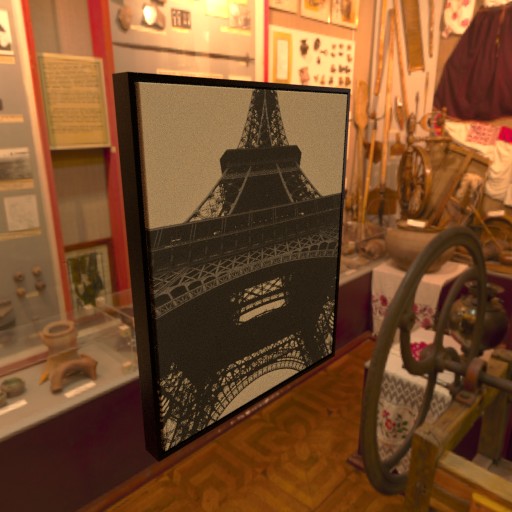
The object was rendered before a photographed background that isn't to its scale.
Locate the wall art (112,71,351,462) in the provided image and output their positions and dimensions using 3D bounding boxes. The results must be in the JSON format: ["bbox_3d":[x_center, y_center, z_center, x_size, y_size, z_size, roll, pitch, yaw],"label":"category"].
[{"bbox_3d":[0.000,0.000,0.757,0.451,0.553,0.039,-16,24,-42],"label":"wall art"}]
